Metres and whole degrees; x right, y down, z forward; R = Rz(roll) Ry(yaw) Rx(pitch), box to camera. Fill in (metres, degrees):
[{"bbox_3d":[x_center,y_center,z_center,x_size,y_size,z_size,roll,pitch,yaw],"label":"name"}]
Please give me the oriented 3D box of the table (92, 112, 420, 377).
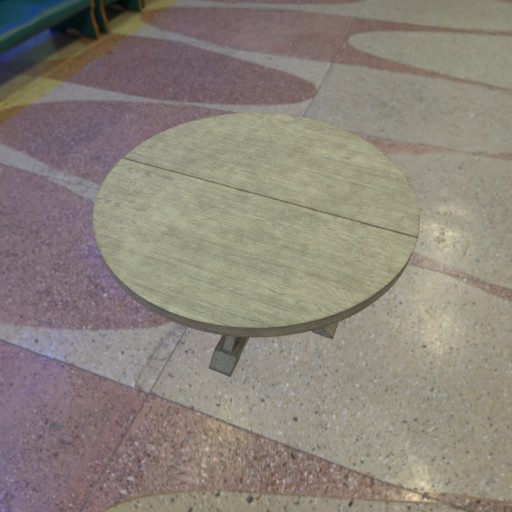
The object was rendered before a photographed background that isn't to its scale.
[{"bbox_3d":[0.000,0.000,2.183,1.363,0.781,1.363,0,47,0],"label":"table"}]
